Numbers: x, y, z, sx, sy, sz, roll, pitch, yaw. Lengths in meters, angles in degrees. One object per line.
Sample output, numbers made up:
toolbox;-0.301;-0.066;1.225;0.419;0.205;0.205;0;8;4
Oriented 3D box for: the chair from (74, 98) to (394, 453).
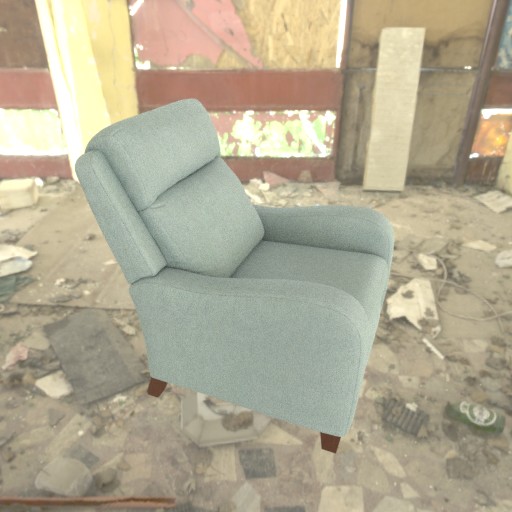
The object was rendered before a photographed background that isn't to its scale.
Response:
chair;0.000;0.000;1.740;0.988;1.067;0.785;11;32;19
